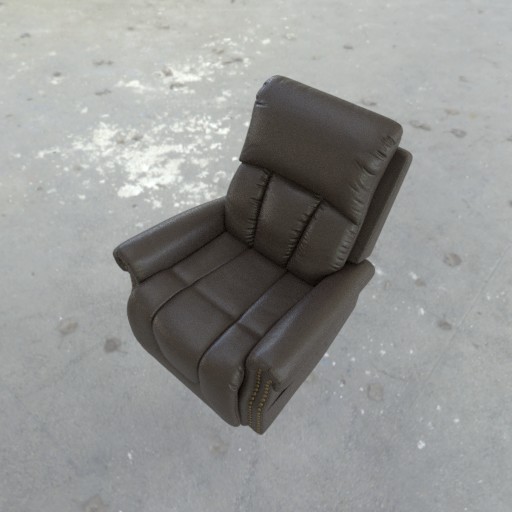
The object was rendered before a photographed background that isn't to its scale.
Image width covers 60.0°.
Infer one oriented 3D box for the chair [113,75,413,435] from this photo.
[{"bbox_3d":[0.000,0.000,1.779,0.869,1.028,0.978,33,56,25],"label":"chair"}]
